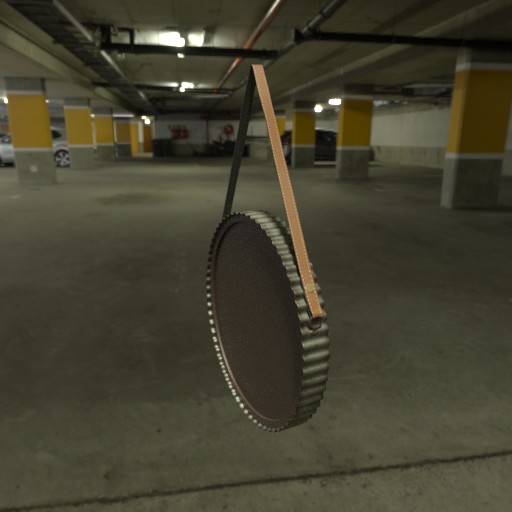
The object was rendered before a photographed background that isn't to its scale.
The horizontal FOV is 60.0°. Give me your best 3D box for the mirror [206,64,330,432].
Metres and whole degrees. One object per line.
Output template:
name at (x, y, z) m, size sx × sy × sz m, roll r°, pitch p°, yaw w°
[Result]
mirror at (0.000, 0.000, 0.707) m, size 0.042 × 0.568 × 0.355 m, roll -7°, pitch 16°, yaw -26°
